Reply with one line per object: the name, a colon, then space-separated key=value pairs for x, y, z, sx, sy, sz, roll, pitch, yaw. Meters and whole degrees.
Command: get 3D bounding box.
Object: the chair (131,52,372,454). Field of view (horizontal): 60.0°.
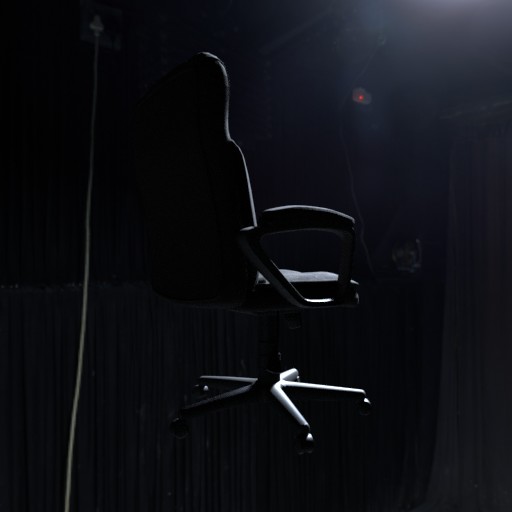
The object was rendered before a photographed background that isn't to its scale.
chair: x=0.000 y=0.000 z=1.522 sx=0.724 sy=1.105 sz=0.667 roll=0 pitch=-1 yaw=-35
